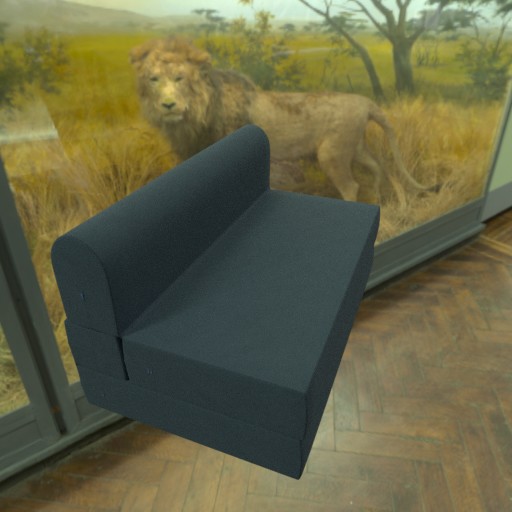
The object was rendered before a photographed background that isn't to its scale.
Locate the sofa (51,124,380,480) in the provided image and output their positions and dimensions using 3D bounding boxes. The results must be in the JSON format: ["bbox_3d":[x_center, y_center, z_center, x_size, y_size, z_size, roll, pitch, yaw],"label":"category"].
[{"bbox_3d":[0.000,0.000,1.679,0.762,0.660,1.219,12,33,19],"label":"sofa"}]
